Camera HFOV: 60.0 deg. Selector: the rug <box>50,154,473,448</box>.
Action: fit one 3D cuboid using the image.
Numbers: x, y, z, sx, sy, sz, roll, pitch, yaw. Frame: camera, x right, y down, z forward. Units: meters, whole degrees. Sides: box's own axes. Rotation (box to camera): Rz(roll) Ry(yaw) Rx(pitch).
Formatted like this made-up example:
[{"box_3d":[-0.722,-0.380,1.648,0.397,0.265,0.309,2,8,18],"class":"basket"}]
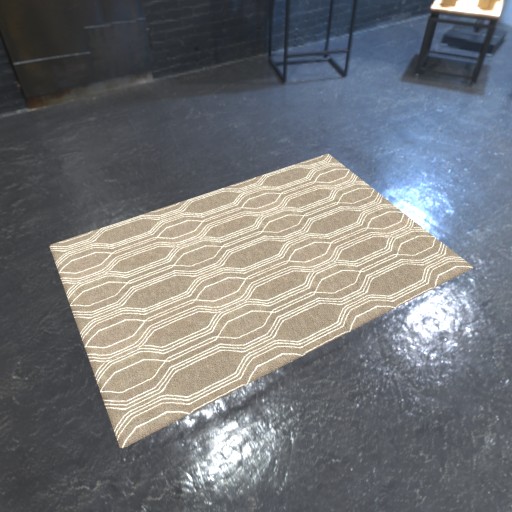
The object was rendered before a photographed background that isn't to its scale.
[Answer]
[{"box_3d":[0.000,0.000,2.308,1.836,0.012,1.239,-22,49,-21],"class":"rug"}]
